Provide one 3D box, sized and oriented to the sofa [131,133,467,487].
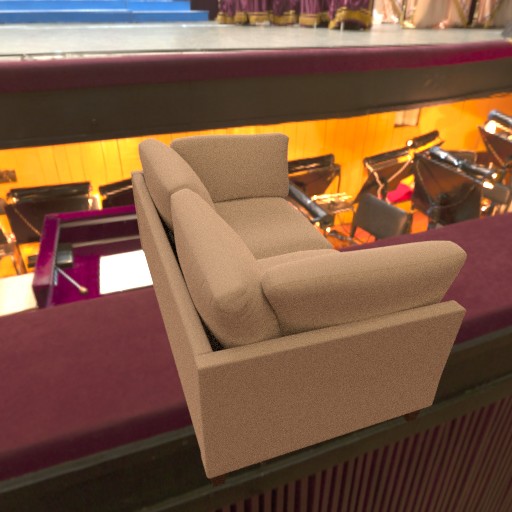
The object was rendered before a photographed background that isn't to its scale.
[{"bbox_3d":[0.000,0.000,2.184,0.970,0.836,1.776,-10,32,-17],"label":"sofa"}]
